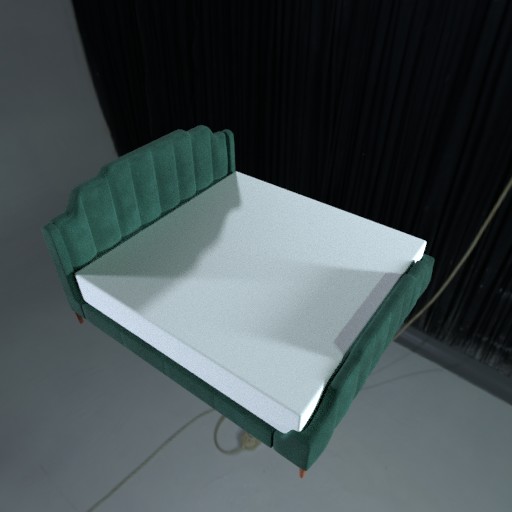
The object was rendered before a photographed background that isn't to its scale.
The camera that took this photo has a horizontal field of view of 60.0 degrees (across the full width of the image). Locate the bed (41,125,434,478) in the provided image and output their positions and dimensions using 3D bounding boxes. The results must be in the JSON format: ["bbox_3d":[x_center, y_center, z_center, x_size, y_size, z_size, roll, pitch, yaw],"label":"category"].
[{"bbox_3d":[0.000,0.000,3.535,2.340,1.245,2.074,25,46,27],"label":"bed"}]
